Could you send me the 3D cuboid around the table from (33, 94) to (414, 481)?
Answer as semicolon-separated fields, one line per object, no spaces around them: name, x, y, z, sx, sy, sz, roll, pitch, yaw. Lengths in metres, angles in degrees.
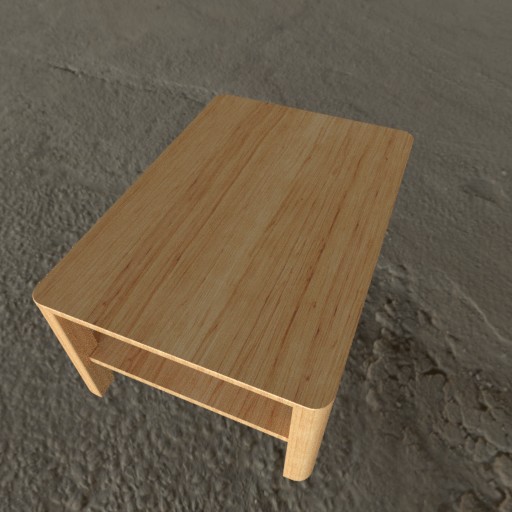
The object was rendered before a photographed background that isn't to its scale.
table;0.000;0.000;1.361;0.696;0.445;0.997;17;50;15
